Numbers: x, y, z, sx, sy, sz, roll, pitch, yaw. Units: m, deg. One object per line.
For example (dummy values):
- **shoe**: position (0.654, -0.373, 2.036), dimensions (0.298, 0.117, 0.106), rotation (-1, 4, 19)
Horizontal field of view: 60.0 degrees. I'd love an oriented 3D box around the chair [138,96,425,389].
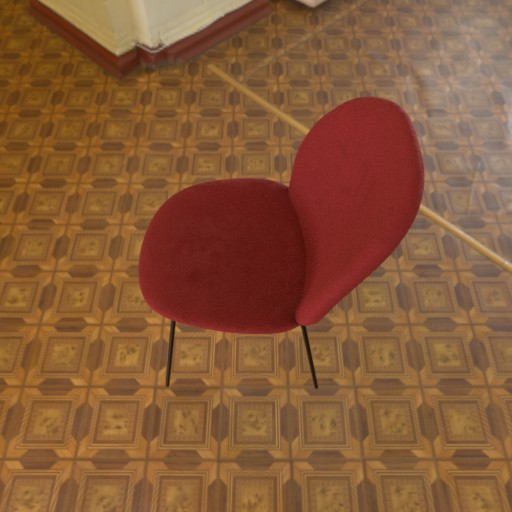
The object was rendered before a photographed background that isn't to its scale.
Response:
- **chair**: position (0.000, 0.000, 1.121), dimensions (0.587, 0.791, 0.458), rotation (0, 58, 0)
